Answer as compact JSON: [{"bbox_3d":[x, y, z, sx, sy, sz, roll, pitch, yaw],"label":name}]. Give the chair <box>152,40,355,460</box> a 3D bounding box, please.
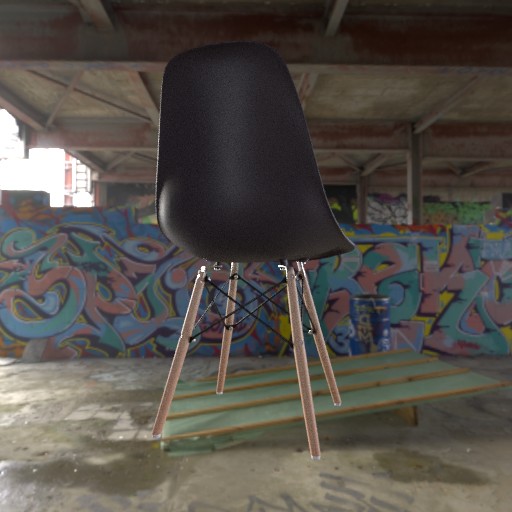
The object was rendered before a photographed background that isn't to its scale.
[{"bbox_3d":[0.000,0.000,1.115,0.470,0.825,0.533,0,-1,18],"label":"chair"}]
